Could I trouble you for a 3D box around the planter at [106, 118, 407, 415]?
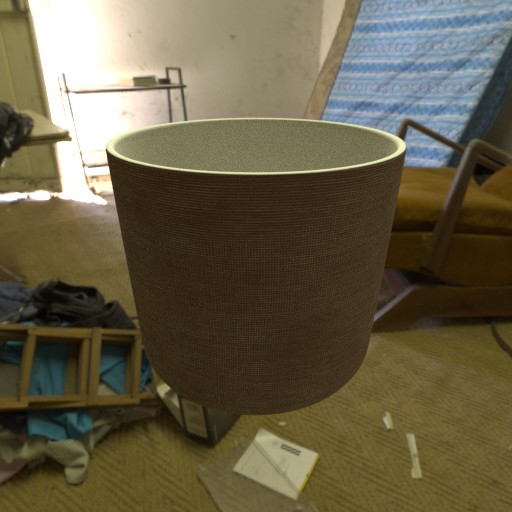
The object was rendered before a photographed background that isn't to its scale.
[{"bbox_3d":[0.000,0.000,0.760,0.440,0.398,0.440,0,25,0],"label":"planter"}]
